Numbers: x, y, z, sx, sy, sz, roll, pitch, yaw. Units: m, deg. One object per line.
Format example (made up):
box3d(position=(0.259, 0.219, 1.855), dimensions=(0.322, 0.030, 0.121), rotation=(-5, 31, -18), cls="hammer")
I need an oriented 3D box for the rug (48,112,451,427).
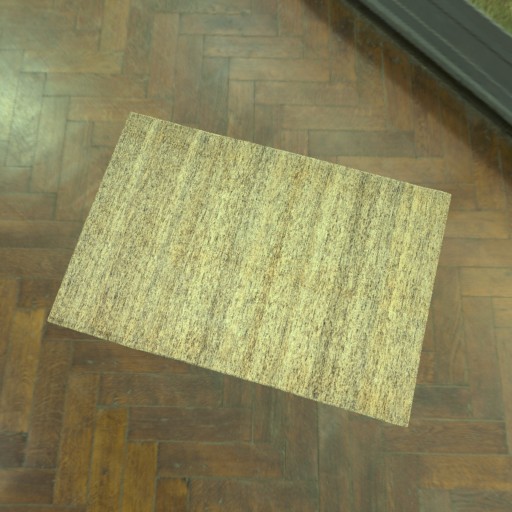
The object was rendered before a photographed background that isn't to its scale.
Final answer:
box3d(position=(0.000, 0.000, 2.315), dimensions=(1.846, 0.014, 1.243), rotation=(15, 76, 4), cls="rug")
